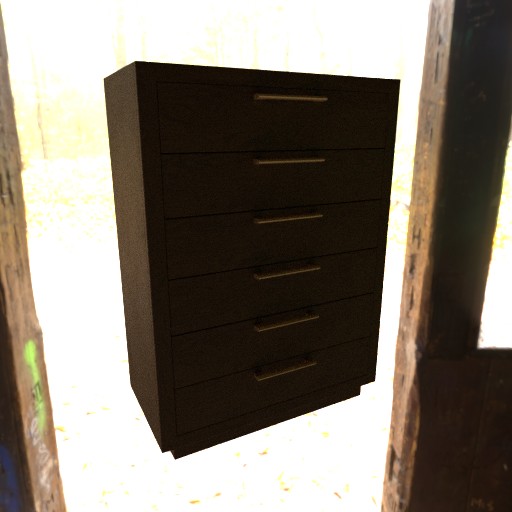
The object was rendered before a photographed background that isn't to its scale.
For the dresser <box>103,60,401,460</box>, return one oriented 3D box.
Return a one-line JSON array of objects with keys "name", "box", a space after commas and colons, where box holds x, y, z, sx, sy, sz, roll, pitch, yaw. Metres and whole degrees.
[{"name": "dresser", "box": [0.000, 0.000, 1.763, 0.964, 1.320, 0.516, -8, 18, -27]}]
